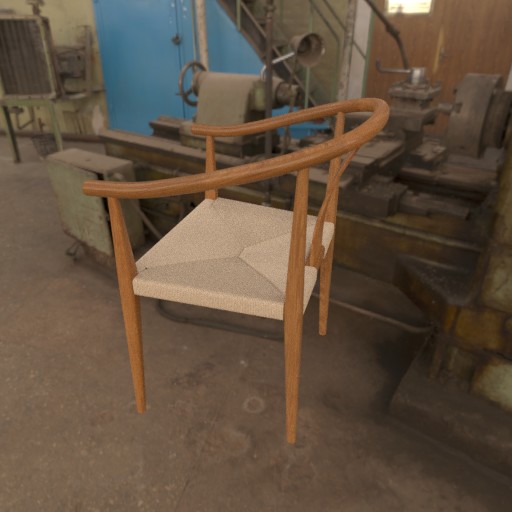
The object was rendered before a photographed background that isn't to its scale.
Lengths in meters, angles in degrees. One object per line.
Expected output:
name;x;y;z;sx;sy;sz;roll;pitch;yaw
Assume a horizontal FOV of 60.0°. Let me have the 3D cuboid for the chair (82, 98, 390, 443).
chair;0.000;0.000;1.184;0.579;0.800;0.556;9;31;15
